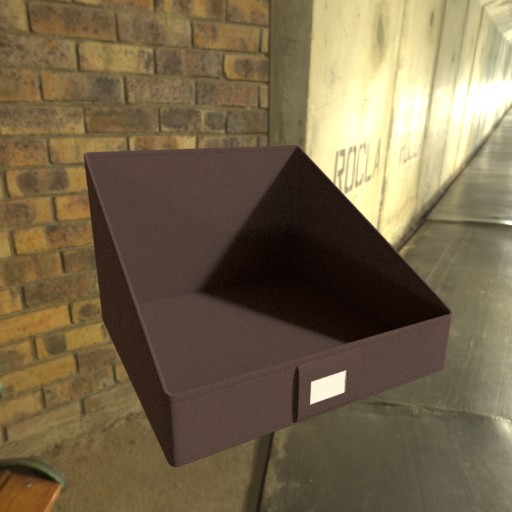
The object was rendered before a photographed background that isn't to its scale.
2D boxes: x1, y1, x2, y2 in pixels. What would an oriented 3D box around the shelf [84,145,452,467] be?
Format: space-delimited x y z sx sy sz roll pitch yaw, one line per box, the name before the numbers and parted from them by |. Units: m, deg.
shelf | 0.000 0.000 0.478 0.292 0.210 0.292 -9 20 -27
